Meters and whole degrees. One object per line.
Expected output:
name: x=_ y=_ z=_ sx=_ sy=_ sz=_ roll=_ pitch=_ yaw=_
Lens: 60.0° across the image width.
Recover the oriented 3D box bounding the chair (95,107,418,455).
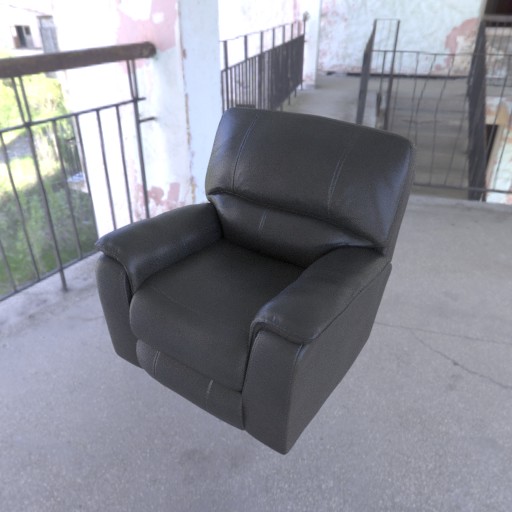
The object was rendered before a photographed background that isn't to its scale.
chair: x=0.000 y=0.000 z=1.997 sx=1.096 sy=1.109 sz=1.087 roll=19 pitch=35 yaw=30
